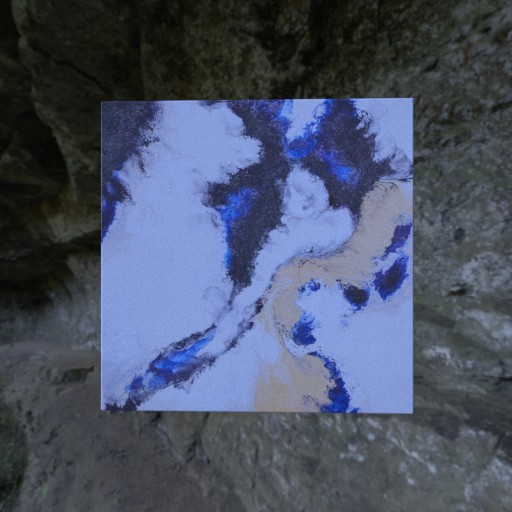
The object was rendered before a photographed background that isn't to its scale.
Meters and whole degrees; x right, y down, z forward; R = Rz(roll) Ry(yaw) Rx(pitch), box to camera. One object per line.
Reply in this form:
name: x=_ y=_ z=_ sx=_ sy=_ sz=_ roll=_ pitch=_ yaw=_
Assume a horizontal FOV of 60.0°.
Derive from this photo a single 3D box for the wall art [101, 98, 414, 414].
wall art: x=0.000 y=0.000 z=0.880 sx=0.609 sy=0.609 sz=0.039 roll=0 pitch=0 yaw=2
